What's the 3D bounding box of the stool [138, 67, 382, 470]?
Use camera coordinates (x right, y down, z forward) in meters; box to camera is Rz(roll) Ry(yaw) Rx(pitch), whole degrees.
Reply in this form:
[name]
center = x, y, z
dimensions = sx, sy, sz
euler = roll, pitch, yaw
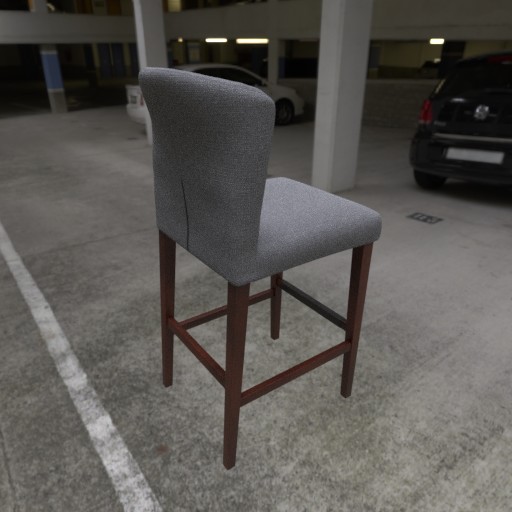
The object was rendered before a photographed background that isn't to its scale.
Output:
[stool]
center = 0.000, 0.000, 1.341
dimensions = 0.568, 1.069, 0.486
euler = -17, 31, -31
